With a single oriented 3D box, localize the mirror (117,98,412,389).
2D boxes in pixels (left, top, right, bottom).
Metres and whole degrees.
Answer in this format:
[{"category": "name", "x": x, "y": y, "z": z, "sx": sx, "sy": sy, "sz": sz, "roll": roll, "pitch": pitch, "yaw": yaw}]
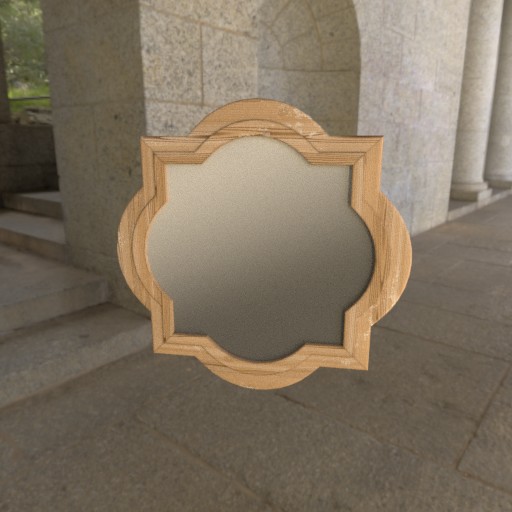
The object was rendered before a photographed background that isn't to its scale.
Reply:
[{"category": "mirror", "x": 0.000, "y": 0.000, "z": 1.045, "sx": 0.686, "sy": 0.686, "sz": 0.019, "roll": 2, "pitch": 15, "yaw": 9}]
